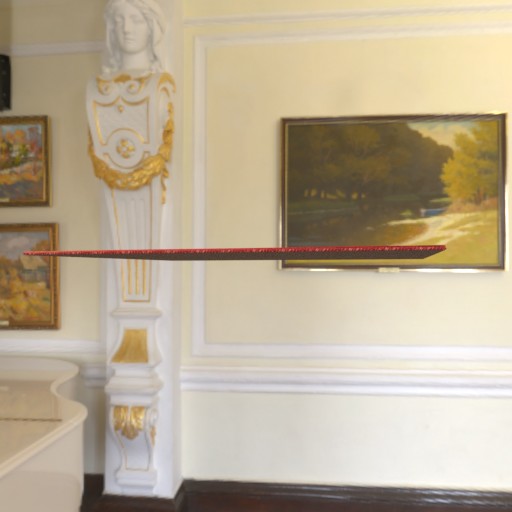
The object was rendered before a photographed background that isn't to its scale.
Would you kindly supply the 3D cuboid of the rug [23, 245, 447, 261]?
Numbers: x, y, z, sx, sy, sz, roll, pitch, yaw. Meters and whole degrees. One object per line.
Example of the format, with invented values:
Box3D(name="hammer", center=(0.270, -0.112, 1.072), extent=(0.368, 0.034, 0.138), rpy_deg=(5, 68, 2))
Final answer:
Box3D(name="rug", center=(0.000, 0.000, 3.925), extent=(2.905, 0.028, 2.340), rpy_deg=(-1, -2, 18))
